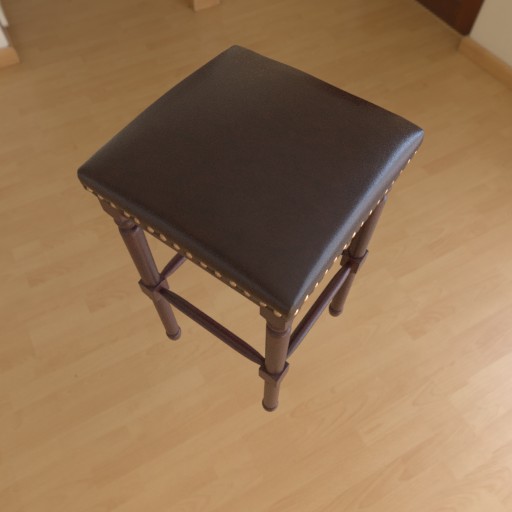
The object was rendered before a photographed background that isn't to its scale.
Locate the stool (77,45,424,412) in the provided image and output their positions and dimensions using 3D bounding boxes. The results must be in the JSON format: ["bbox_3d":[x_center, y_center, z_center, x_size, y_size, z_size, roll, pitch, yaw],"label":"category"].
[{"bbox_3d":[0.000,0.000,0.919,0.382,0.702,0.383,32,64,18],"label":"stool"}]
